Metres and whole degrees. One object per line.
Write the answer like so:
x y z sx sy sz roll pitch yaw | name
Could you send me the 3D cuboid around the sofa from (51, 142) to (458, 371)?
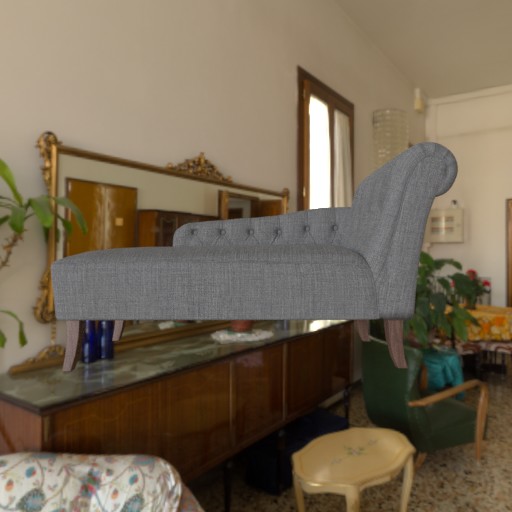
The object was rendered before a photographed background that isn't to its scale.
0.000 0.000 1.806 1.379 0.787 0.675 0 0 -1 | sofa
